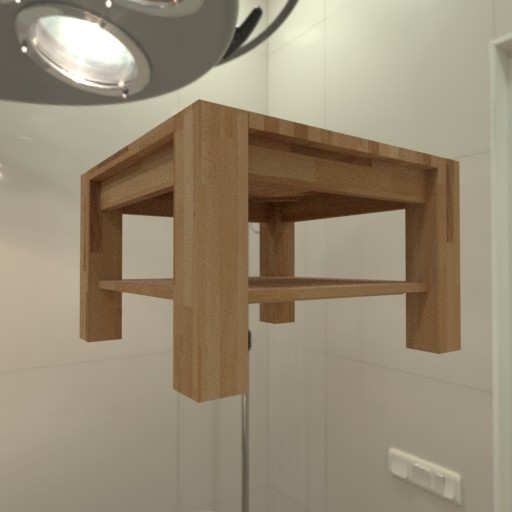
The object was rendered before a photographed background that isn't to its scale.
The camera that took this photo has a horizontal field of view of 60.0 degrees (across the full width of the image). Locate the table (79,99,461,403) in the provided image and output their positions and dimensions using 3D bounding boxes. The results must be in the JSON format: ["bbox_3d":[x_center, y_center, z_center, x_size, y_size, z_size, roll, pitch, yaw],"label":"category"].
[{"bbox_3d":[0.000,0.000,1.143,0.700,0.451,0.700,1,-1,-35],"label":"table"}]
